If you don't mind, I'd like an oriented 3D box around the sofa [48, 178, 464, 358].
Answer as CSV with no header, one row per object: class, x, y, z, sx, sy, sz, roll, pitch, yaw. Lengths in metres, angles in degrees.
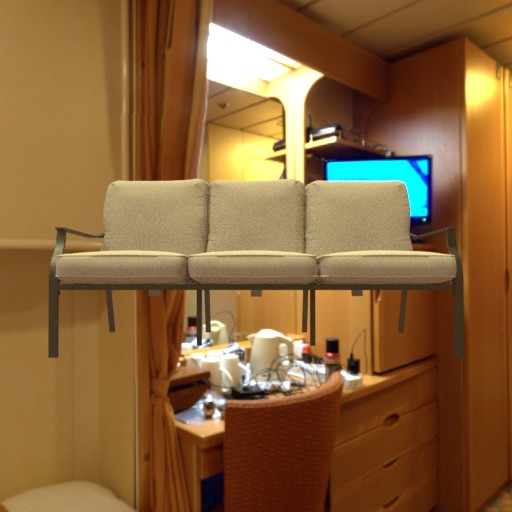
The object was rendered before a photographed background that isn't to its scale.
sofa,0.000,0.000,2.191,1.740,0.860,0.787,0,0,0
